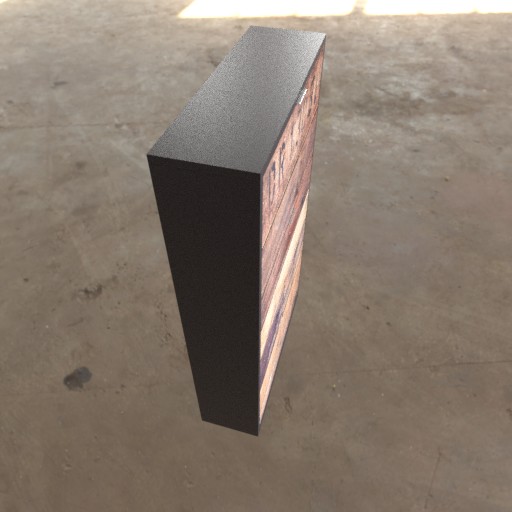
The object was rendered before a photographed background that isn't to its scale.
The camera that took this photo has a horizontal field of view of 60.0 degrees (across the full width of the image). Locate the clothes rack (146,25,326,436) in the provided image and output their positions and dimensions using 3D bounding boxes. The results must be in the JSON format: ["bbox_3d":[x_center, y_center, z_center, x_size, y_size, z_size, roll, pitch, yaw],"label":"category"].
[{"bbox_3d":[0.000,0.000,1.589,0.250,1.280,0.750,12,47,11],"label":"clothes rack"}]
